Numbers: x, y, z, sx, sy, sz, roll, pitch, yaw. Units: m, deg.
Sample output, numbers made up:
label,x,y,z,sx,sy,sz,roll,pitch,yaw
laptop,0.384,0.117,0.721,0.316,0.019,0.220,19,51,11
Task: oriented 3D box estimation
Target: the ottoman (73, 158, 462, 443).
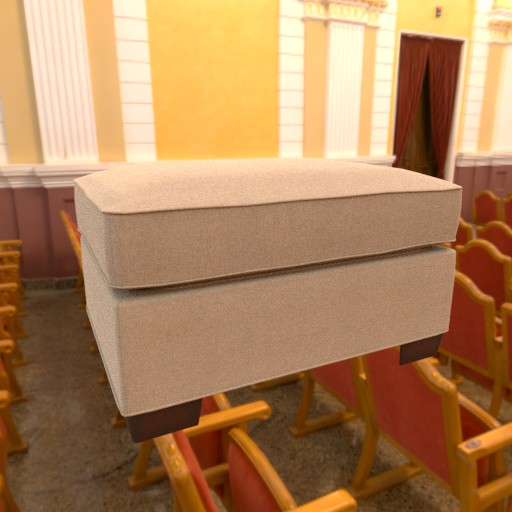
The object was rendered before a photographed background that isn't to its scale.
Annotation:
label,x,y,z,sx,sy,sz,roll,pitch,yaw
ottoman,0.000,0.000,1.197,0.846,0.503,0.617,-7,17,-25
